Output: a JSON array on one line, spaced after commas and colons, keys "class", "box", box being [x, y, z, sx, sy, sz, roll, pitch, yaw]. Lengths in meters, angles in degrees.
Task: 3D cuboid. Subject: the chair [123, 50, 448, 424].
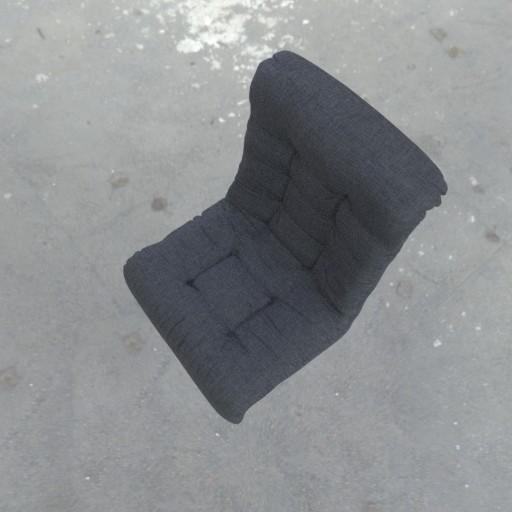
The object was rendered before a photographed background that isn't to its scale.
[{"class": "chair", "box": [0.000, 0.000, 1.236, 0.668, 0.749, 0.597, -36, 69, -16]}]
